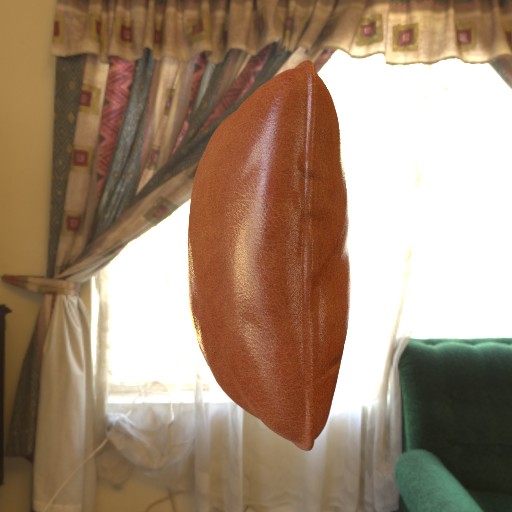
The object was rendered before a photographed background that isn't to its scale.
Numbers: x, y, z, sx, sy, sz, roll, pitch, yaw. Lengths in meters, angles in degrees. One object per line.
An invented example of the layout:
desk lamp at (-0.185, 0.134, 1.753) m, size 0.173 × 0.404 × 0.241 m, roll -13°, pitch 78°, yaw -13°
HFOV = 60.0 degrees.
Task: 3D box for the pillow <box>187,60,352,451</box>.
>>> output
pillow at (0.000, 0.000, 0.813) m, size 0.236 × 0.523 × 0.532 m, roll 0°, pitch 1°, yaw -17°
